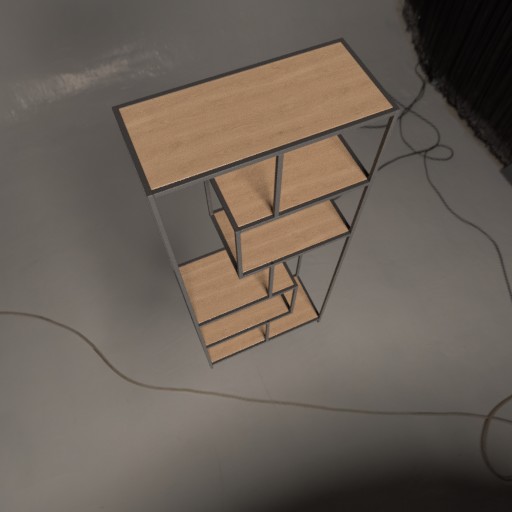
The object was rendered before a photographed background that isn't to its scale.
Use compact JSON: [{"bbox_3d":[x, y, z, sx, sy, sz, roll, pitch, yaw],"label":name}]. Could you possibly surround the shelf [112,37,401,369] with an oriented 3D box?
[{"bbox_3d":[0.000,0.000,2.110,0.770,1.850,0.350,-21,64,-11],"label":"shelf"}]
